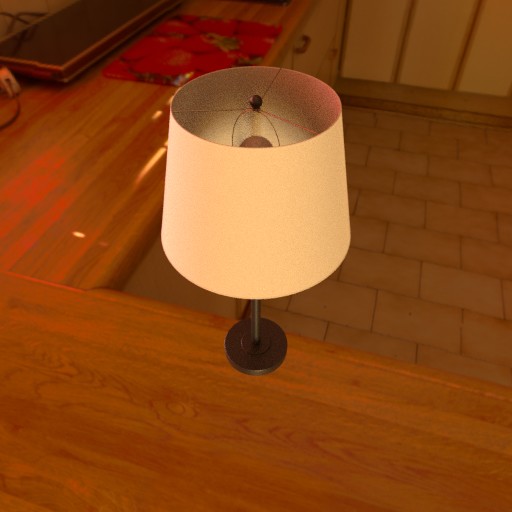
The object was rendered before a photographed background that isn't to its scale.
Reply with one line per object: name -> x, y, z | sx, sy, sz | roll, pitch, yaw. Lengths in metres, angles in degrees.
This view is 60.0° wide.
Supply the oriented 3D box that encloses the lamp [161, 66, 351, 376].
lamp -> 0.000, 0.000, 0.920 | 0.363, 0.696, 0.363 | 0, 46, 0
